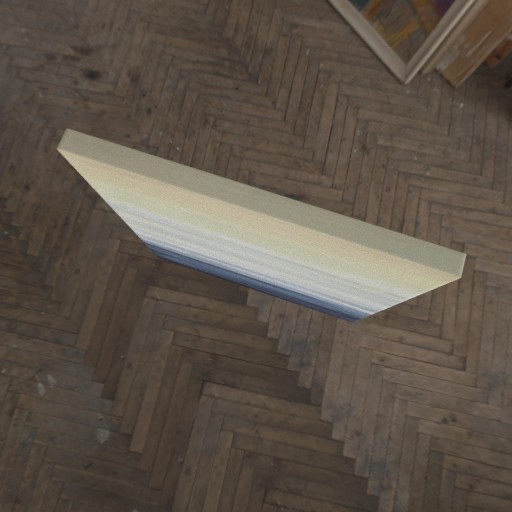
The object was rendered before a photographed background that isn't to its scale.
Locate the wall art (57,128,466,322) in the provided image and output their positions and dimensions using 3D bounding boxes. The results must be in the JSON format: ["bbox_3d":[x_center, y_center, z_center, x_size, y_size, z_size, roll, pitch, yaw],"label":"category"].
[{"bbox_3d":[0.000,0.000,0.977,0.608,0.710,0.041,18,77,4],"label":"wall art"}]
